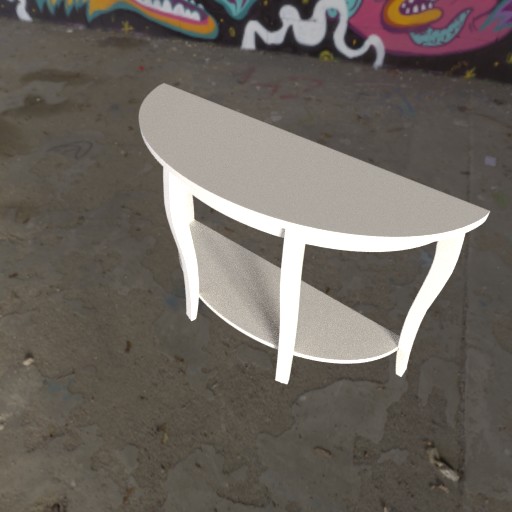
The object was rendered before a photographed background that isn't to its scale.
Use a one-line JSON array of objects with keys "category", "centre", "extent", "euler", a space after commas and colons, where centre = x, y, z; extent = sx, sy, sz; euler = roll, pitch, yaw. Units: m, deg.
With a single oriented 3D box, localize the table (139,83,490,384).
[{"category": "table", "centre": [0.000, 0.000, 1.568], "extent": [1.219, 0.780, 0.394], "euler": [30, 52, 27]}]
